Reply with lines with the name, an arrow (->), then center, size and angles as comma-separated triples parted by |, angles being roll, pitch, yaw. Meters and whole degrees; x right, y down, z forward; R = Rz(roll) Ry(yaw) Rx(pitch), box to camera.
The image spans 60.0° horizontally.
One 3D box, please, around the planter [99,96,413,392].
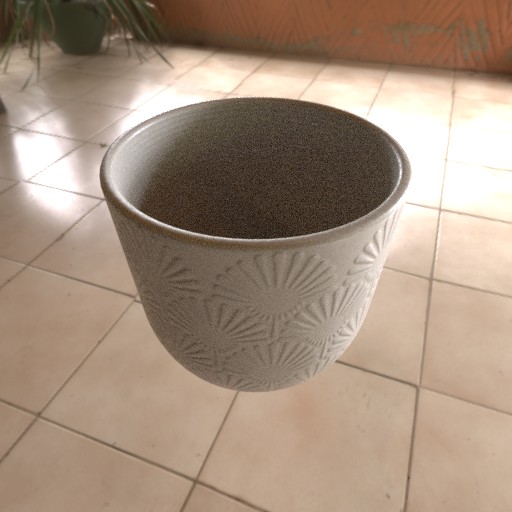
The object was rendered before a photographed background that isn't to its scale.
planter -> 0.000, 0.000, 0.296 | 0.170, 0.152, 0.170 | 0, 40, 0
